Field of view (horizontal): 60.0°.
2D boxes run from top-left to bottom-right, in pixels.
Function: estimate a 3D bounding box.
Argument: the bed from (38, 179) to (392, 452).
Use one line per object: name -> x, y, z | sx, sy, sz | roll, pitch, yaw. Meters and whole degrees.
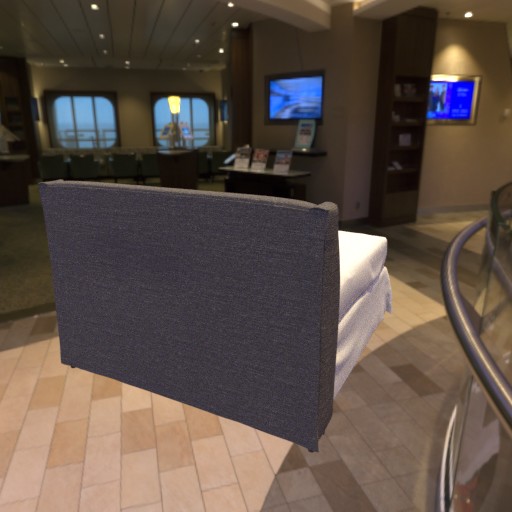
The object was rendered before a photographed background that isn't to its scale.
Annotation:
bed -> 0.000, 0.000, 3.473 | 1.925, 1.332, 2.276 | 9, 19, 26
